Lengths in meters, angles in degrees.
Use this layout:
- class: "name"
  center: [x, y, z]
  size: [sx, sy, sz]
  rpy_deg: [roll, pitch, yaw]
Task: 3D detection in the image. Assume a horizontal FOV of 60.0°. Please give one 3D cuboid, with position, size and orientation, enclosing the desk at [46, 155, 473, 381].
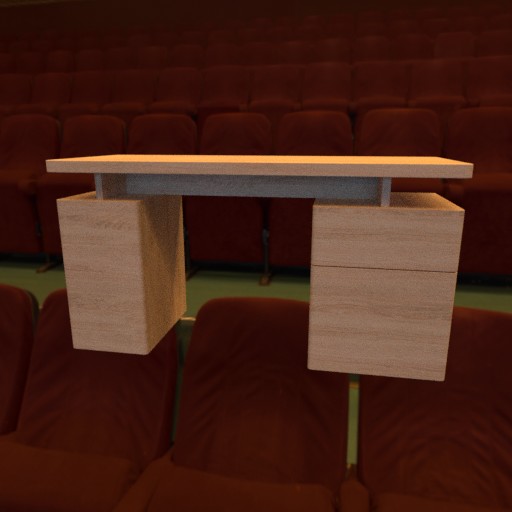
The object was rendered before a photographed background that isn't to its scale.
- class: "desk"
  center: [0.000, 0.000, 1.768]
  size: [1.400, 0.760, 0.550]
  rpy_deg: [3, 15, 10]
